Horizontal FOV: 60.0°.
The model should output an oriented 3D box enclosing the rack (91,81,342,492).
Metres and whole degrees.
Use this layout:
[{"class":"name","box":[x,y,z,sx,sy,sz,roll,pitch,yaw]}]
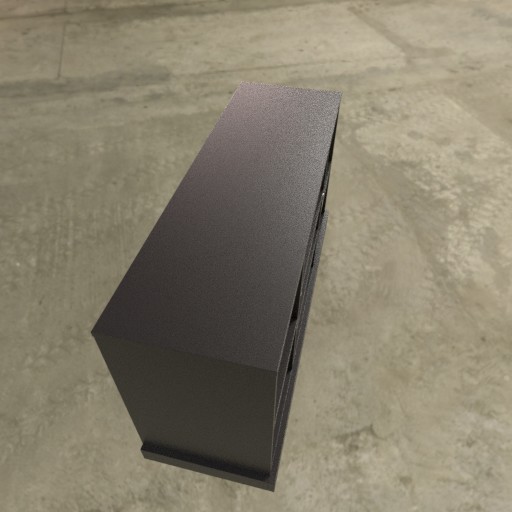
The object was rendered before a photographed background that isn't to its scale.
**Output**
[{"class":"rack","box":[0.000,0.000,1.481,0.399,0.635,1.206,10,46,9]}]
